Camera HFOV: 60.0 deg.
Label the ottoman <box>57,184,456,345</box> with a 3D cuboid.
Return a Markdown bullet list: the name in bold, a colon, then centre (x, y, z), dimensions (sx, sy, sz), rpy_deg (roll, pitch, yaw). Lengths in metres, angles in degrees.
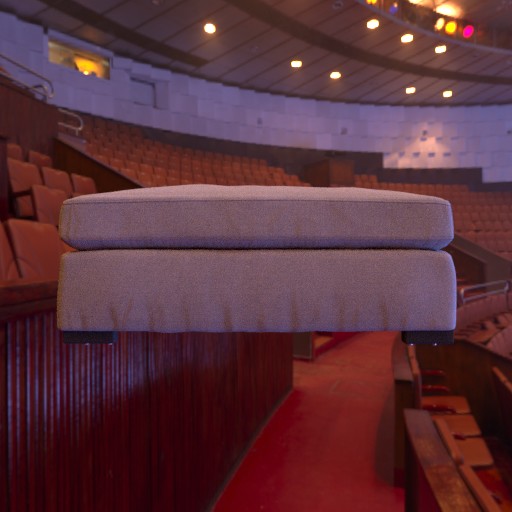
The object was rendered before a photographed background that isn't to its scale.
- **ottoman**: centre (0.000, 0.000, 1.847), dimensions (1.203, 0.517, 1.171), rpy_deg (0, 0, 0)
